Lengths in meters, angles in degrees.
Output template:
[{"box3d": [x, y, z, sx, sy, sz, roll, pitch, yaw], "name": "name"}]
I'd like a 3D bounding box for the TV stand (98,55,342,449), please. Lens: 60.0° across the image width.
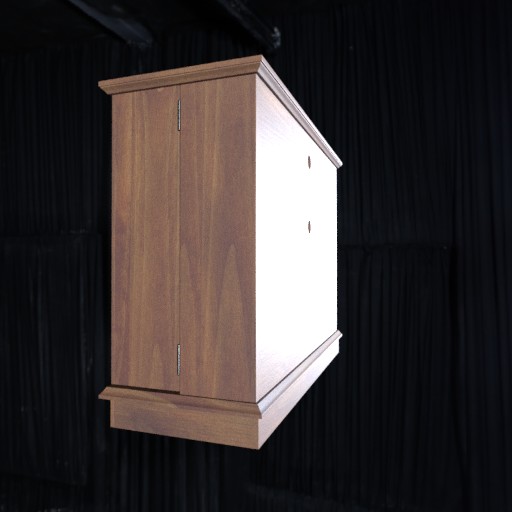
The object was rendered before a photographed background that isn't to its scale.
[{"box3d": [0.000, 0.000, 1.473, 0.406, 0.813, 1.067, 0, -1, 20], "name": "TV stand"}]
